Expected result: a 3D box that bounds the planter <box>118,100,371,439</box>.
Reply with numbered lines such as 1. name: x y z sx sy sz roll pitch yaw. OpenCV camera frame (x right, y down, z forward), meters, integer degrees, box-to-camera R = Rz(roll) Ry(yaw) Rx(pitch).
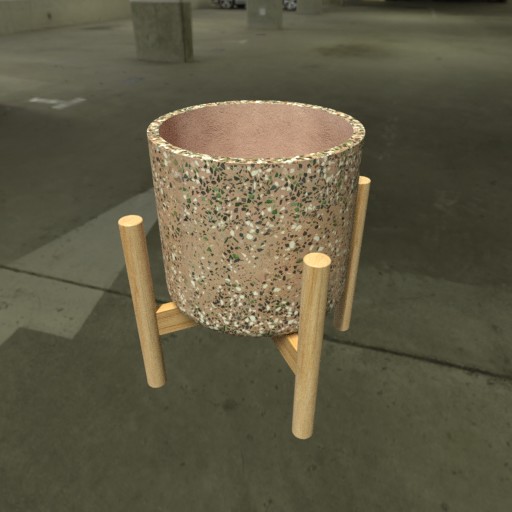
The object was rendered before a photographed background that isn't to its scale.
1. planter: 0.000 0.000 0.545 0.284 0.320 0.284 0 32 0
